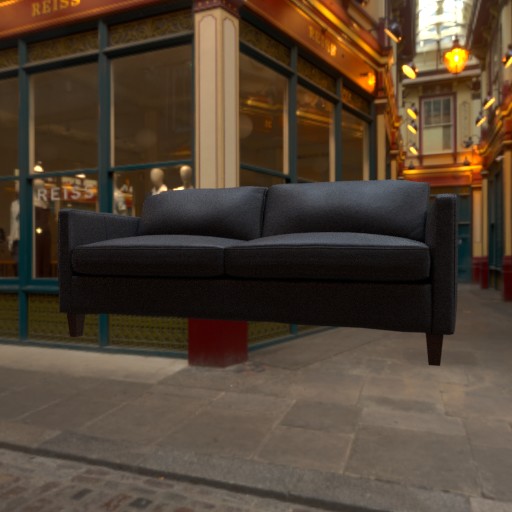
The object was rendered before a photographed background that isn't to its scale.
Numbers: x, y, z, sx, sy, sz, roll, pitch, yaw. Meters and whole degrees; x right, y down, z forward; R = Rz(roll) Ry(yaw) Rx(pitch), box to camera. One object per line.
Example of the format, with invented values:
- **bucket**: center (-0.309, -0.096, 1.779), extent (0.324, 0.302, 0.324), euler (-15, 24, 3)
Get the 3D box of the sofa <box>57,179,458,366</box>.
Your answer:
- **sofa**: center (0.000, 0.000, 2.432), extent (1.971, 0.863, 0.933), euler (0, 1, 19)
